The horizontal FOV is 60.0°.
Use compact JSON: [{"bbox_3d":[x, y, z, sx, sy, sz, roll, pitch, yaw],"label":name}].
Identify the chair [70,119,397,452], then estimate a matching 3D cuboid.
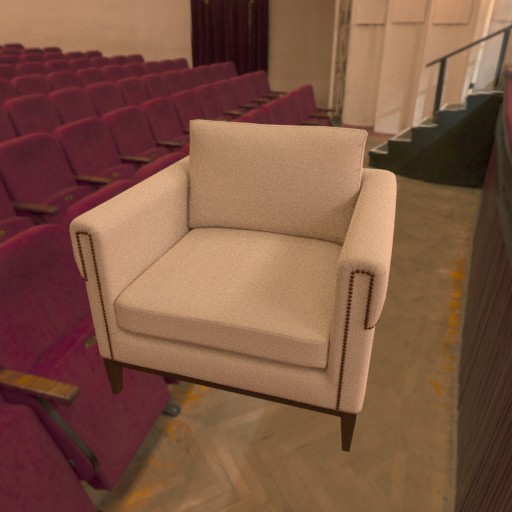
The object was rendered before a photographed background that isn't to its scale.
[{"bbox_3d":[0.000,0.000,1.713,0.982,0.915,0.896,8,28,15],"label":"chair"}]
